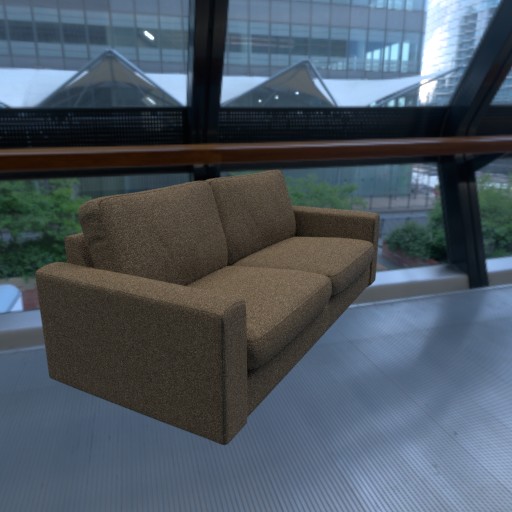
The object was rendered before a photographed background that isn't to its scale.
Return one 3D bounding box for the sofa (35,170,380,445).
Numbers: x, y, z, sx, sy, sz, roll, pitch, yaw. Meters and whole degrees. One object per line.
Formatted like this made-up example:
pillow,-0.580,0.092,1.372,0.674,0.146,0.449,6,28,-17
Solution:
sofa,0.000,0.000,2.641,1.016,0.873,2.179,8,18,28
